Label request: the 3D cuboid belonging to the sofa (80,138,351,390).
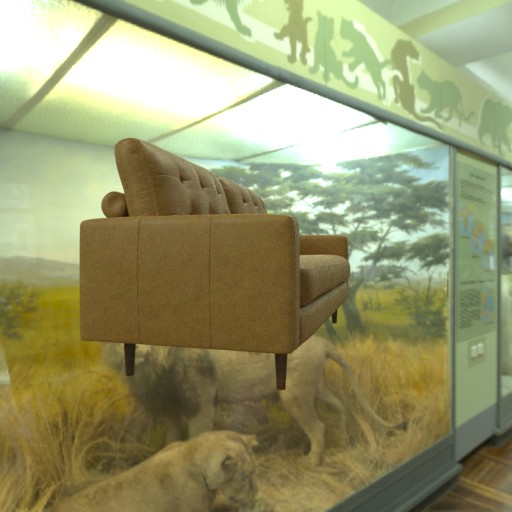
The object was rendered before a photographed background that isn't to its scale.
[{"bbox_3d":[0.000,0.000,2.314,0.850,0.898,1.821,0,0,17],"label":"sofa"}]
